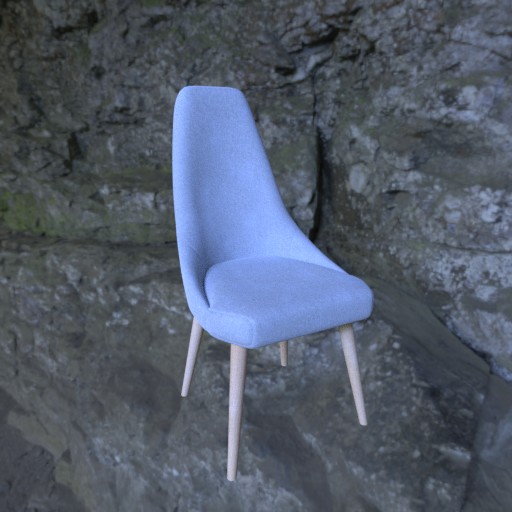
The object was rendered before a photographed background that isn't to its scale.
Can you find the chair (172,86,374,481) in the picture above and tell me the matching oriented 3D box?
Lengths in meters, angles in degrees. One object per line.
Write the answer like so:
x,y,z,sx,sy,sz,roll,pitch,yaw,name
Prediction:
0.000,0.000,1.393,0.510,1.040,0.660,-9,19,-28,chair
